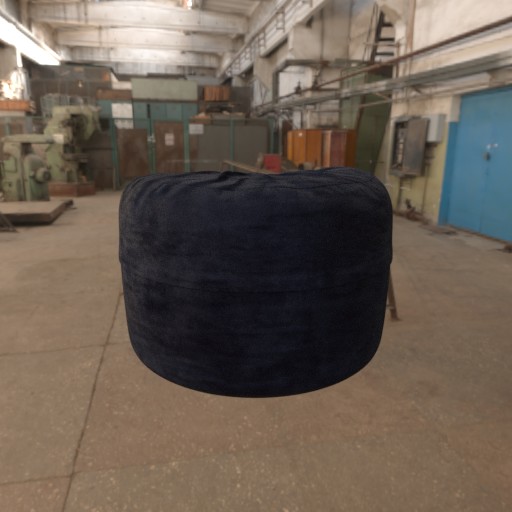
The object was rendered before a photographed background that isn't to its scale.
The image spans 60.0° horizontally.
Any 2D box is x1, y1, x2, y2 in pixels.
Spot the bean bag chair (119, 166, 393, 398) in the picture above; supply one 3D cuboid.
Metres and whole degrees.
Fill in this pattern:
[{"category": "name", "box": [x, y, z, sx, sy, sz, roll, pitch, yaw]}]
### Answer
[{"category": "bean bag chair", "box": [0.000, 0.000, 1.556, 0.918, 0.616, 0.918, 0, 15, 0]}]
